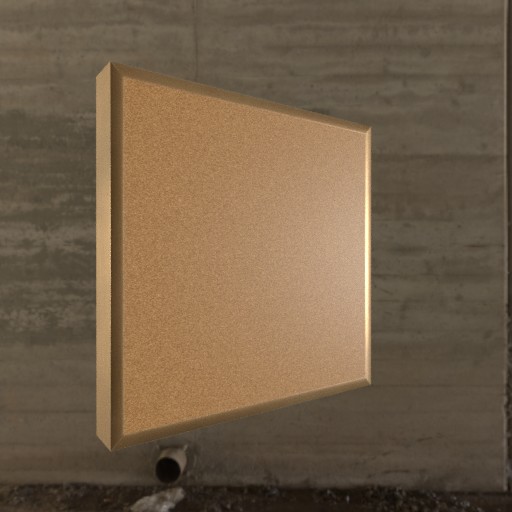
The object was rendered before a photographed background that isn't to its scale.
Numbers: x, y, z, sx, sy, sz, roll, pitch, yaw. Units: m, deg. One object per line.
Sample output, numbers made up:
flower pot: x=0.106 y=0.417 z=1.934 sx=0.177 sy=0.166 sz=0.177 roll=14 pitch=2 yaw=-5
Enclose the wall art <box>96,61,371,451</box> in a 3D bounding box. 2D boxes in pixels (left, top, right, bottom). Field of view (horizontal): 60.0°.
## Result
wall art: x=0.000 y=0.000 z=0.448 sx=0.305 sy=0.303 sz=0.038 roll=0 pitch=0 yaw=-35
